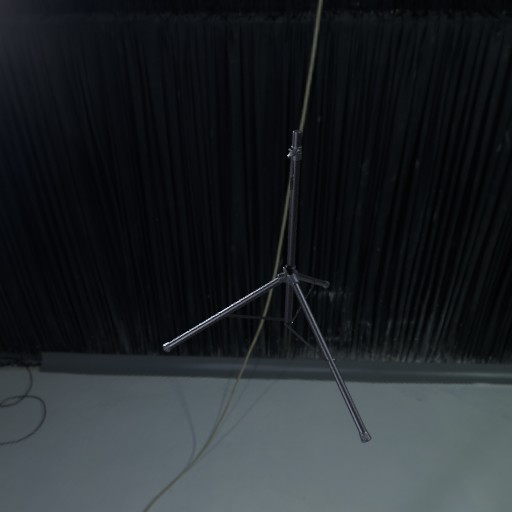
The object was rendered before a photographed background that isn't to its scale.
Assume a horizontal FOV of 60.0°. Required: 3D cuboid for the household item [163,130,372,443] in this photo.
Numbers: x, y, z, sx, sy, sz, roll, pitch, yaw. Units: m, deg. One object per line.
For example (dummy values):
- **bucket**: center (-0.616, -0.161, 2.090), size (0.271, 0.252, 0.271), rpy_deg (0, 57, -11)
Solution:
- **household item**: center (0.000, 0.000, 2.819), size (1.339, 1.595, 1.596), rpy_deg (0, 32, 0)
